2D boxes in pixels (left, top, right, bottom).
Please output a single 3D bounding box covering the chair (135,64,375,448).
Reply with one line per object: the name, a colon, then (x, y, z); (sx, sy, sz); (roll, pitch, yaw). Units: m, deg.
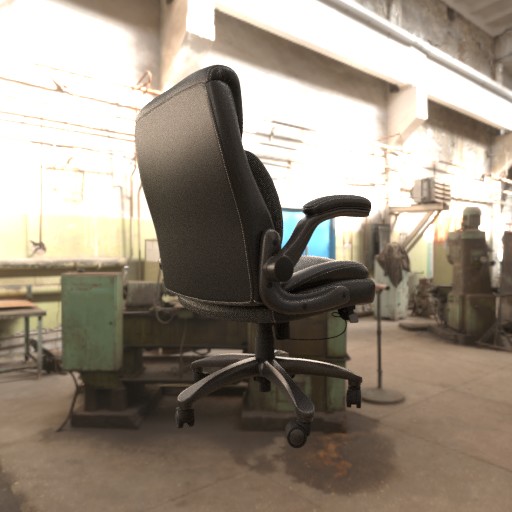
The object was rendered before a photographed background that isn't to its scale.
chair: (0.000, 0.000, 1.623); (0.724, 1.110, 0.782); (-1, 1, -37)
